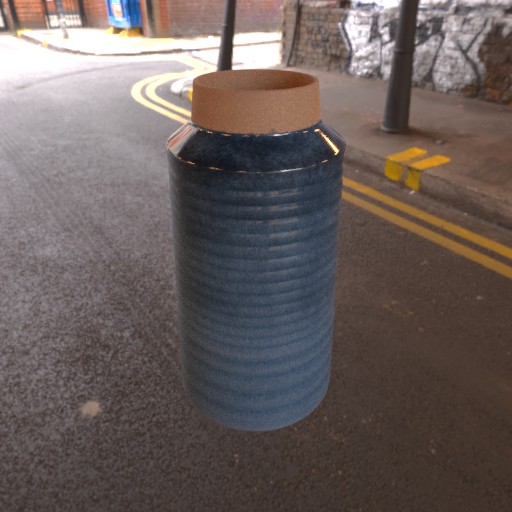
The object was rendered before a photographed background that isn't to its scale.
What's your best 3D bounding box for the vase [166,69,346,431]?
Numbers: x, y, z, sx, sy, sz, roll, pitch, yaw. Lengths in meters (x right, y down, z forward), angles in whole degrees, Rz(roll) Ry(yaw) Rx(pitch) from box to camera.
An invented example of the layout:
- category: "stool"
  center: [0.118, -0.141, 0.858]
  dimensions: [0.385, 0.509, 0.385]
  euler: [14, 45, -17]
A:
- category: "vase"
  center: [0.000, 0.000, 0.419]
  dimensions: [0.163, 0.316, 0.163]
  euler: [0, 31, 0]
